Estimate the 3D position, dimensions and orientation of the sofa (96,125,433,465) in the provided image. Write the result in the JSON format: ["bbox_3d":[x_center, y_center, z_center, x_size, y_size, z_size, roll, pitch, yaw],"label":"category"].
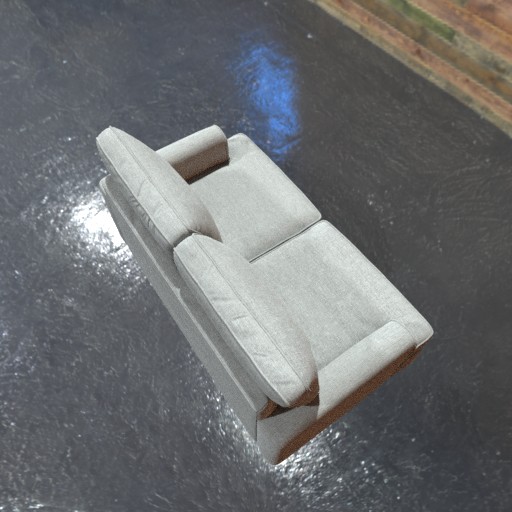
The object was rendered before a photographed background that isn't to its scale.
[{"bbox_3d":[0.000,0.000,2.242,0.965,0.965,1.651,-31,63,-18],"label":"sofa"}]
